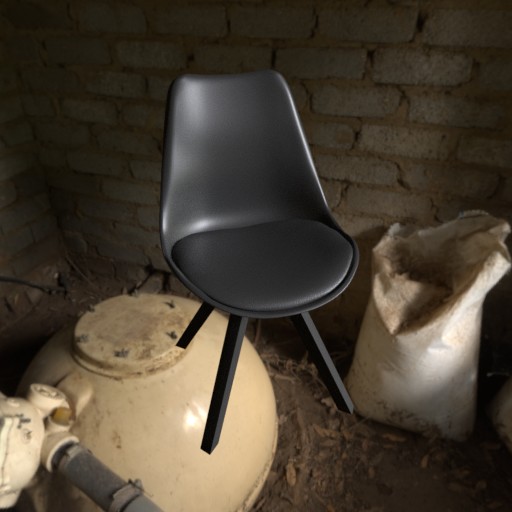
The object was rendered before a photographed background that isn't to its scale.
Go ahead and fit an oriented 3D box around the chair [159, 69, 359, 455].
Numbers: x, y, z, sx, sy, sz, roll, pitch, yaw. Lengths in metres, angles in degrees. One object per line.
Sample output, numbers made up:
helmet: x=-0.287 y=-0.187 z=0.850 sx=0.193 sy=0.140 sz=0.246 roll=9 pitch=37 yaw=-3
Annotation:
chair: x=0.000 y=0.000 z=1.187 sx=0.485 sy=0.850 sz=0.530 roll=-10 pitch=33 yaw=-15
